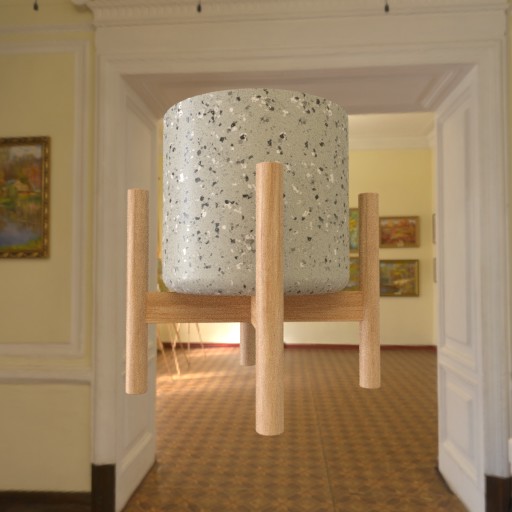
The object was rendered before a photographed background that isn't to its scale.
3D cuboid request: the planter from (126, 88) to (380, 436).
[{"bbox_3d":[0.000,0.000,0.538,0.284,0.320,0.284,-1,-2,18],"label":"planter"}]
